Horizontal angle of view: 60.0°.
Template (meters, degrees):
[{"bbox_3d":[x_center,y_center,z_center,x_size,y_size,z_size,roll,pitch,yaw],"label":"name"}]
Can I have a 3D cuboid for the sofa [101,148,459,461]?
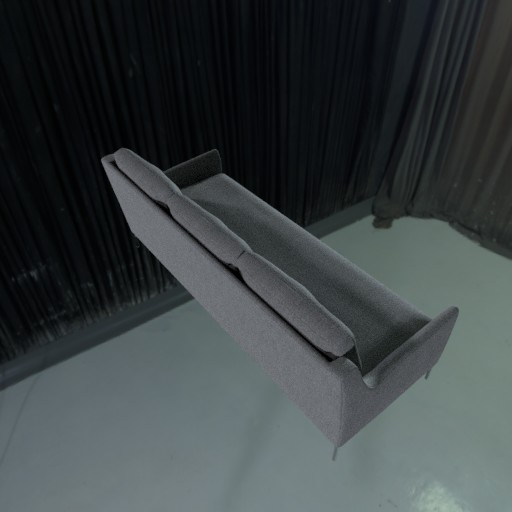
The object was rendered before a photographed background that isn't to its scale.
[{"bbox_3d":[0.000,0.000,2.548,0.849,0.837,2.060,-27,48,-28],"label":"sofa"}]
